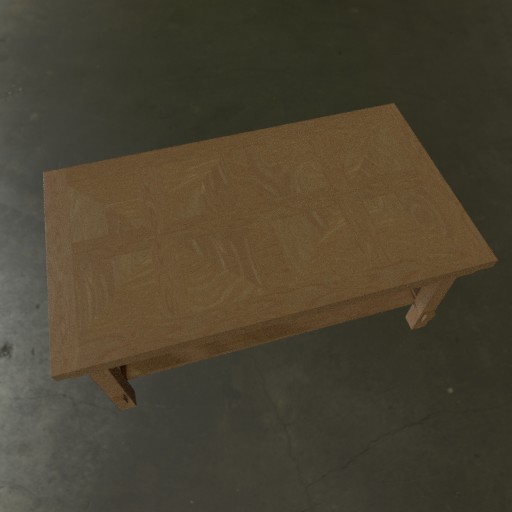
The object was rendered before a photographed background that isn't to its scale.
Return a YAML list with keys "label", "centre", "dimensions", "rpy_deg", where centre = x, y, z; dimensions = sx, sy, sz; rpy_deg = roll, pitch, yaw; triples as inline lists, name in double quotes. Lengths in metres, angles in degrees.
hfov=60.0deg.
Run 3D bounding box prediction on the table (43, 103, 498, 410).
- label: "table"
  centre: [0.000, 0.000, 1.600]
  dimensions: [1.270, 0.507, 0.711]
  rpy_deg: [-13, 59, -8]
